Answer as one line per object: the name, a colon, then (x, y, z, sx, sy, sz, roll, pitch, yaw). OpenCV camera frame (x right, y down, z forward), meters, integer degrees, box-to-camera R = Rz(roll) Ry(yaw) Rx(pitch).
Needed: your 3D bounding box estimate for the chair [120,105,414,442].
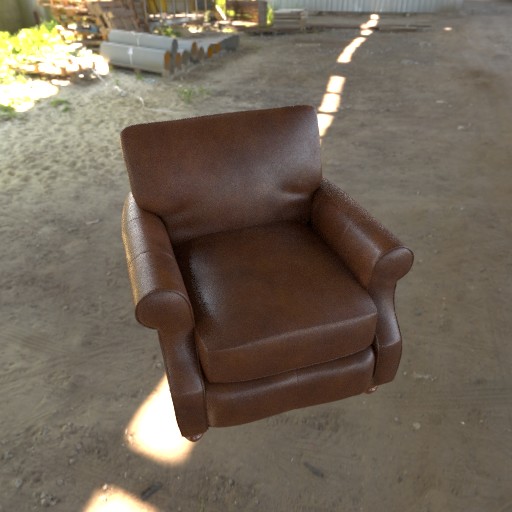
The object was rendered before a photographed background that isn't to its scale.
chair: (0.000, 0.000, 1.762, 0.989, 0.972, 0.992, -10, 33, -15)
